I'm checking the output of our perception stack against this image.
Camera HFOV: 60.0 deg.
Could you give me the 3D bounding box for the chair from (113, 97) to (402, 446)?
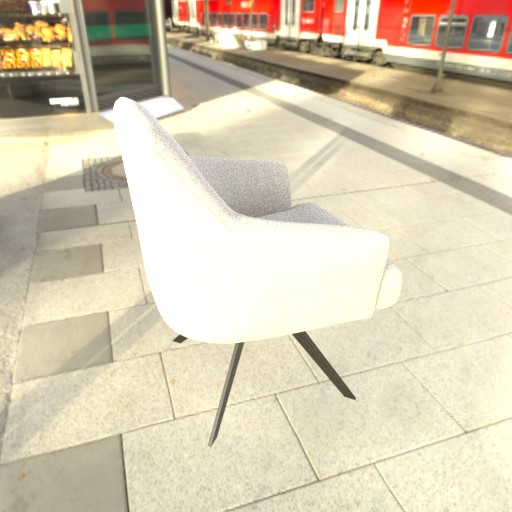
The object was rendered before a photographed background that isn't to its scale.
[{"bbox_3d":[0.000,0.000,1.306,0.677,0.874,0.642,-11,31,-18],"label":"chair"}]
